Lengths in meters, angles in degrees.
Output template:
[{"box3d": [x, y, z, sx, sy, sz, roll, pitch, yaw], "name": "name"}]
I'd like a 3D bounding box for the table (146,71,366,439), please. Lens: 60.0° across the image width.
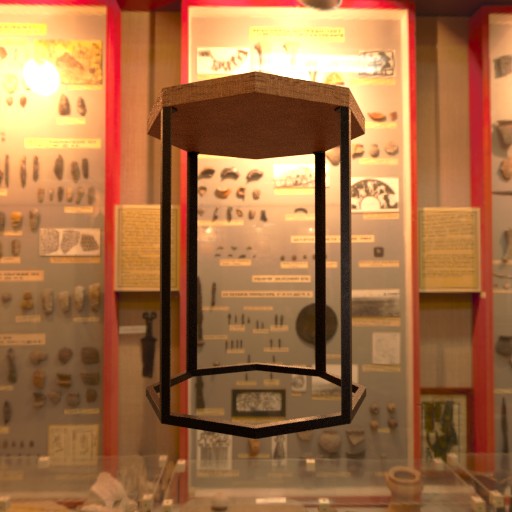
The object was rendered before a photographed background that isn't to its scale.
[{"box3d": [0.000, 0.000, 0.884, 0.437, 0.553, 0.437, 0, -1, 0], "name": "table"}]
